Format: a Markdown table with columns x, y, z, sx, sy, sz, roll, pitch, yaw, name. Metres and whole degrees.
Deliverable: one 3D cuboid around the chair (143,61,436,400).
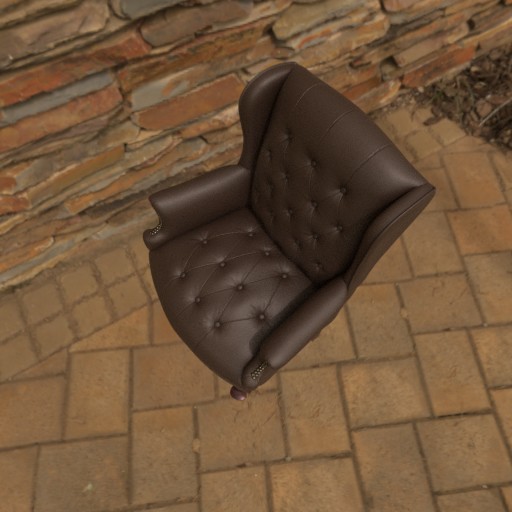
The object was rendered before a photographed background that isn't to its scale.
| x | y | z | sx | sy | sz | roll | pitch | yaw | name |
| --- | --- | --- | --- | --- | --- | --- | --- | --- | --- |
| 0.000 | 0.000 | 1.725 | 0.819 | 1.132 | 0.829 | -33 | 68 | -15 | chair |
